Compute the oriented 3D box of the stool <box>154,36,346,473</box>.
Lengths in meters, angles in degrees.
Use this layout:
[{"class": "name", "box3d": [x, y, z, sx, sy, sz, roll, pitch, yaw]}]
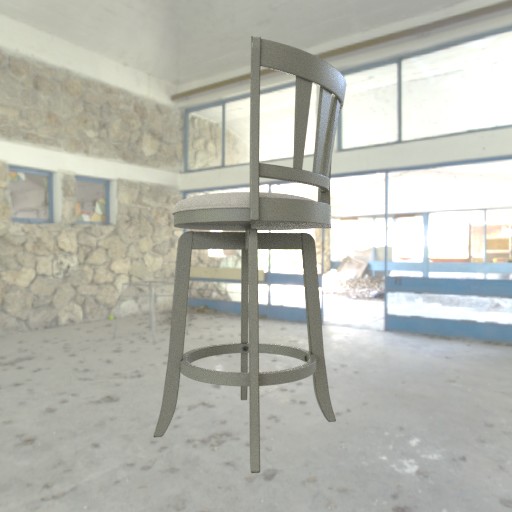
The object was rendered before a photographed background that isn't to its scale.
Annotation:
[{"class": "stool", "box3d": [0.000, 0.000, 1.263, 0.486, 0.994, 0.450, 0, 0, 36]}]
